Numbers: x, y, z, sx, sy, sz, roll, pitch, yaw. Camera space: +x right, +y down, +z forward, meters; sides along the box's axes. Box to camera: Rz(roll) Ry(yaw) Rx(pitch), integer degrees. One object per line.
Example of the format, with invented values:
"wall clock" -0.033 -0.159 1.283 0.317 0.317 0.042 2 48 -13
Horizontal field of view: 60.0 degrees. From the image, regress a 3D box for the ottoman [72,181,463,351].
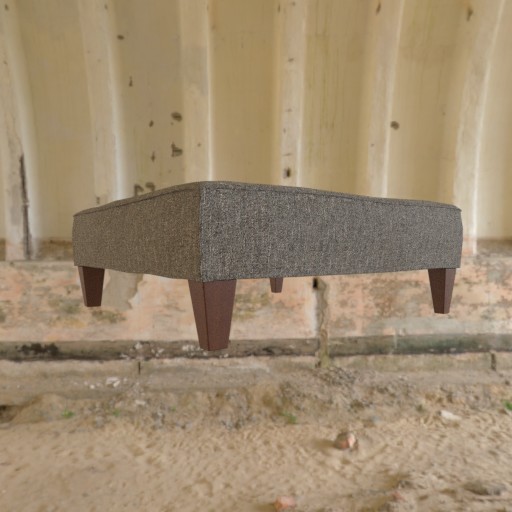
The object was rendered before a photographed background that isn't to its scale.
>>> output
"ottoman" 0.000 0.000 1.558 1.016 0.379 0.981 -1 1 -36
